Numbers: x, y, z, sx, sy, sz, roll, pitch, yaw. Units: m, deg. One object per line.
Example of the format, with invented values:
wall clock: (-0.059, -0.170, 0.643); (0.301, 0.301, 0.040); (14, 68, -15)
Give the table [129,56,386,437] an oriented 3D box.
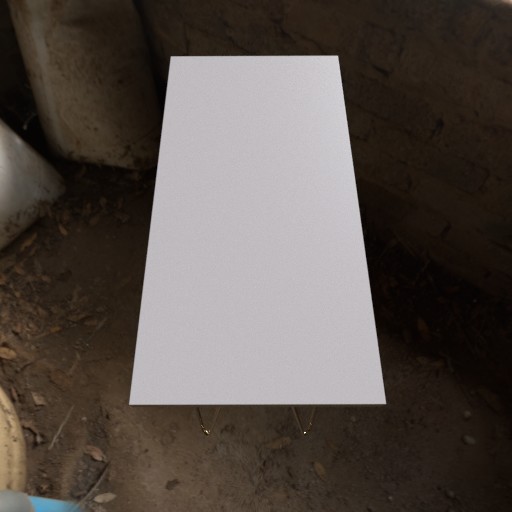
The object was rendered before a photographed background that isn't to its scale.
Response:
table: (0.000, 0.000, 1.378); (0.498, 0.660, 0.991); (0, 63, 0)
